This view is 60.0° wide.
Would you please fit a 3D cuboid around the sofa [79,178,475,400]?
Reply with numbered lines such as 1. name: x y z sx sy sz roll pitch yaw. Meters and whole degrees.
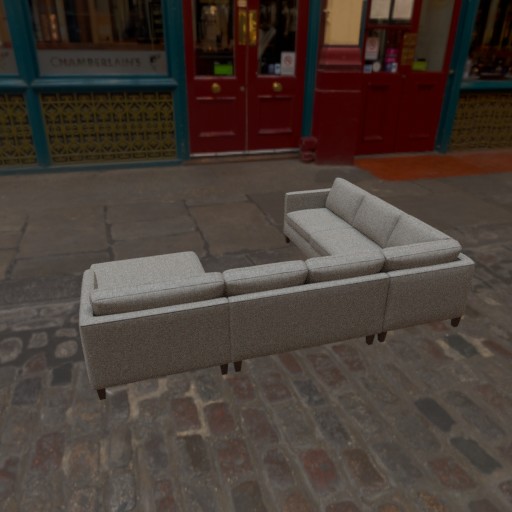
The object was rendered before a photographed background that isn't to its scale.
1. sofa: 0.000 0.000 4.710 3.403 0.889 2.551 -8 26 -16
